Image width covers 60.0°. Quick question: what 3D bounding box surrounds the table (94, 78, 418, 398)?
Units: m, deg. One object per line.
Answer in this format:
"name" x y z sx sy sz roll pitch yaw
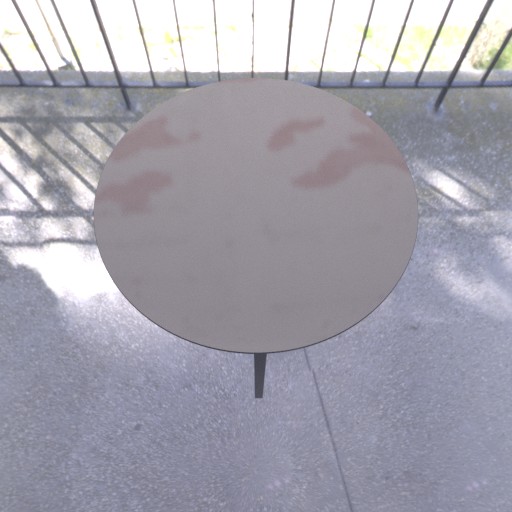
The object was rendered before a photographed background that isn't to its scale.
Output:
"table" 0.000 0.000 0.887 0.499 0.443 0.499 0 64 0
